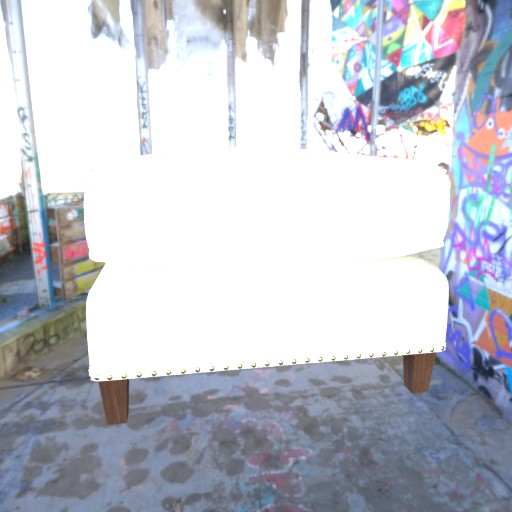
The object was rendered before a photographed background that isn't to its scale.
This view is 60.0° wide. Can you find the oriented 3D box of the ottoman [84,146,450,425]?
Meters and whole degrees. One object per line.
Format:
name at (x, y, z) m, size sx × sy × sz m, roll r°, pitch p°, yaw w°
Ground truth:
ottoman at (0.000, 0.000, 1.114) m, size 0.738 × 0.537 × 0.589 m, roll -2°, pitch 14°, yaw -10°
